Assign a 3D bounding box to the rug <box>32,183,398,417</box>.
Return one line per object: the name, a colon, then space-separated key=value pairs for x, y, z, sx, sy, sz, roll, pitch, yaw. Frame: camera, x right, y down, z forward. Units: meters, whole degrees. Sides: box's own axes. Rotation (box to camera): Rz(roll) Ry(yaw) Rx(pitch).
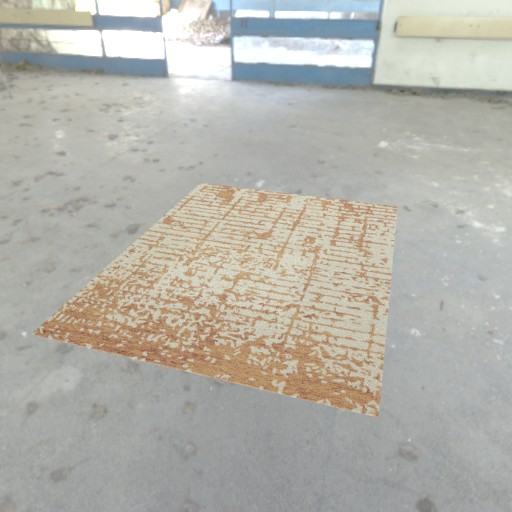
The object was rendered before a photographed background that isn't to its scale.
rug: x=0.000 y=0.000 z=4.130 sx=2.441 sy=0.011 sz=3.050 roll=9 pitch=32 yaw=15
